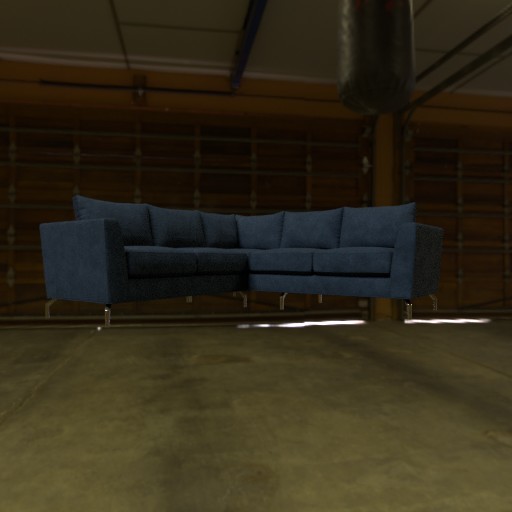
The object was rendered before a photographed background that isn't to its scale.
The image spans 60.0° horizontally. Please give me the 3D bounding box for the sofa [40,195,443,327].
[{"bbox_3d":[0.000,0.000,3.785,2.463,0.988,2.472,0,0,36],"label":"sofa"}]
